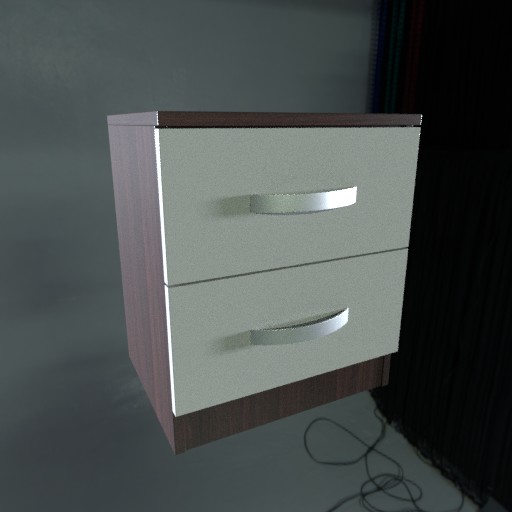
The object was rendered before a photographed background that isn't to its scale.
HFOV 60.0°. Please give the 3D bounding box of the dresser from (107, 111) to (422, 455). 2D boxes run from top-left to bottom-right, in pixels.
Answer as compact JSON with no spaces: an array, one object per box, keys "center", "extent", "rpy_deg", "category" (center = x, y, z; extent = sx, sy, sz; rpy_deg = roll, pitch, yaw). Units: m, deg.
[{"center":[0.000,0.000,0.774],"extent":[0.400,0.470,0.360],"rpy_deg":[-8,19,-26],"category":"dresser"}]
